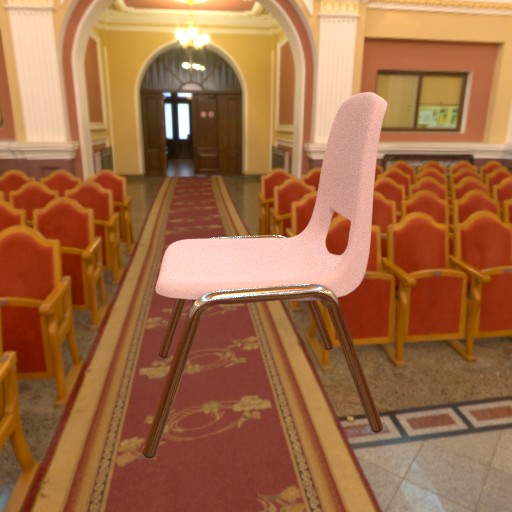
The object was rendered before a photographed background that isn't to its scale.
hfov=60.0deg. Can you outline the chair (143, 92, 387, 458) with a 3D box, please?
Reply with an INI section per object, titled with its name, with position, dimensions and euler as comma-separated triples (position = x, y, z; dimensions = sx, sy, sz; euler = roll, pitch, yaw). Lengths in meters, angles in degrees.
[chair]
position = 0.000, 0.000, 0.842
dimensions = 0.423, 0.586, 0.354
euler = -2, 17, -7
